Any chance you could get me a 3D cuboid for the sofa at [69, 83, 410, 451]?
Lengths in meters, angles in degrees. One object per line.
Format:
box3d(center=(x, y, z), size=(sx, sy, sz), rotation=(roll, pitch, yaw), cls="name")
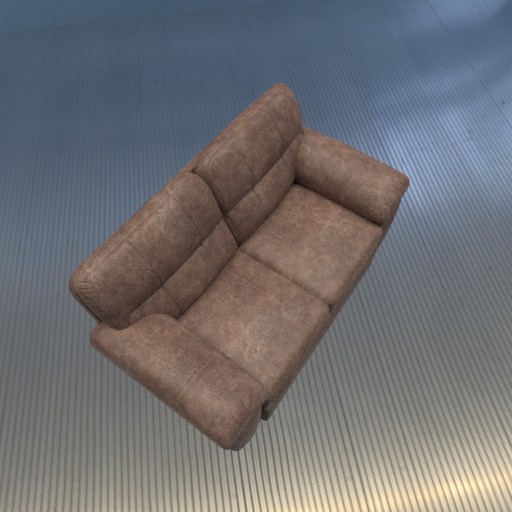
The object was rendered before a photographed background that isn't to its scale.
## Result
box3d(center=(0.000, 0.000, 2.392), size=(0.991, 0.991, 1.753), rotation=(31, 63, 18), cls="sofa")
